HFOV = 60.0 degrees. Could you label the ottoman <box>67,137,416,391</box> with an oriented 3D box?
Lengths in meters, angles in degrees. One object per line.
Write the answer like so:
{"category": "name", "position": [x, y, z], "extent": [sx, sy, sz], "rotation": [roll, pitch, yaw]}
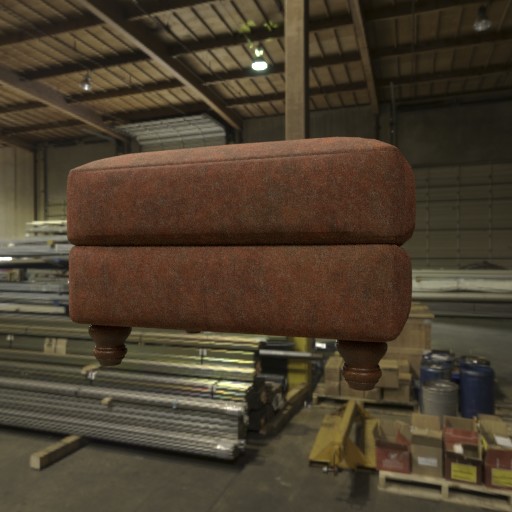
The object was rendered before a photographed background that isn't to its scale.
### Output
{"category": "ottoman", "position": [0.000, 0.000, 1.161], "extent": [0.787, 0.508, 0.635], "rotation": [0, 0, 18]}
